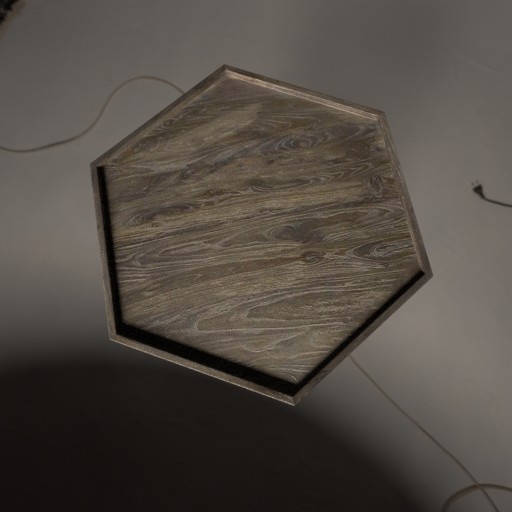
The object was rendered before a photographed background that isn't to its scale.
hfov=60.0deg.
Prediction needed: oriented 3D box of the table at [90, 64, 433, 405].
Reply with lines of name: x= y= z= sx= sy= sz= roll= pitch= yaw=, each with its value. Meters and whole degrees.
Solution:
table: x=0.000 y=0.000 z=1.118 sx=0.683 sy=0.586 sz=0.592 roll=18 pitch=77 yaw=5
